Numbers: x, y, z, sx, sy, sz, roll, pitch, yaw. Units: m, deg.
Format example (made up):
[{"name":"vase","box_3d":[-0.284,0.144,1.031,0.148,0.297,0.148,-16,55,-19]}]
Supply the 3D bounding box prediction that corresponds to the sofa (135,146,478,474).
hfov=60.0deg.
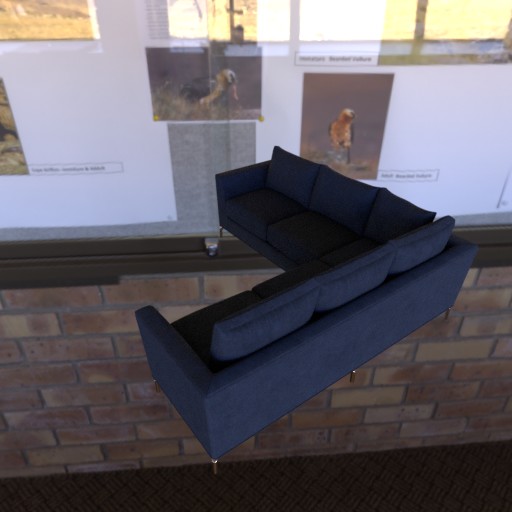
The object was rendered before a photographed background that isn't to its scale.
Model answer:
[{"name":"sofa","box_3d":[0.000,0.000,3.761,2.463,0.988,2.472,-22,38,-30]}]
